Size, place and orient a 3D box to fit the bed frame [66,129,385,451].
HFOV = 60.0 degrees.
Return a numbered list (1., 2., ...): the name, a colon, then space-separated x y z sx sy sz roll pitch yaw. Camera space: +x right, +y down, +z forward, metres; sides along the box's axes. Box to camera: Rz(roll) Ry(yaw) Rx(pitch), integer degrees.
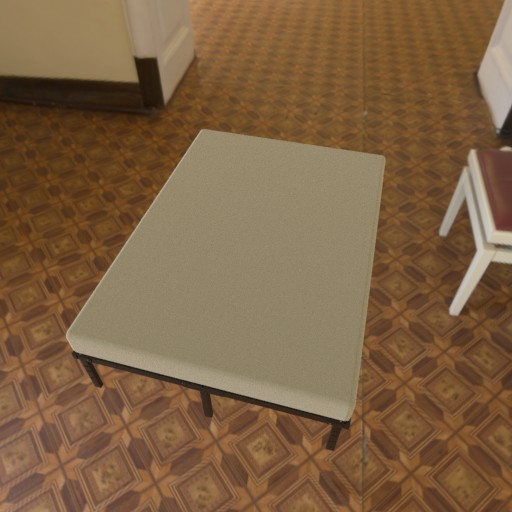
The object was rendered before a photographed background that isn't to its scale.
1. bed frame: 0.000 0.000 3.797 2.205 0.680 2.842 17 49 15
